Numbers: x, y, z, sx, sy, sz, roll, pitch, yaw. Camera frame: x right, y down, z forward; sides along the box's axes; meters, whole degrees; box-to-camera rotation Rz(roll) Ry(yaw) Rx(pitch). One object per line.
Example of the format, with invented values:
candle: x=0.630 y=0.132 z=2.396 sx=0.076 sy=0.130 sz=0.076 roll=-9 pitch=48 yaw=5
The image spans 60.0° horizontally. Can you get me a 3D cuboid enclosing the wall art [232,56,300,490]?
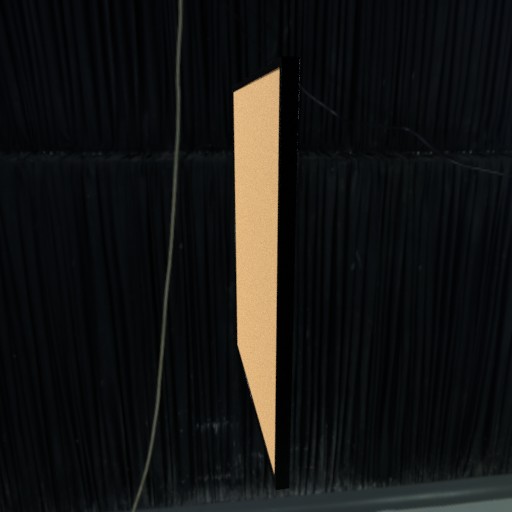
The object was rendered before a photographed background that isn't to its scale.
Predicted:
wall art: x=0.000 y=0.000 z=1.408 sx=0.040 sy=1.062 sz=0.805 roll=-3 pitch=17 yaw=-10
